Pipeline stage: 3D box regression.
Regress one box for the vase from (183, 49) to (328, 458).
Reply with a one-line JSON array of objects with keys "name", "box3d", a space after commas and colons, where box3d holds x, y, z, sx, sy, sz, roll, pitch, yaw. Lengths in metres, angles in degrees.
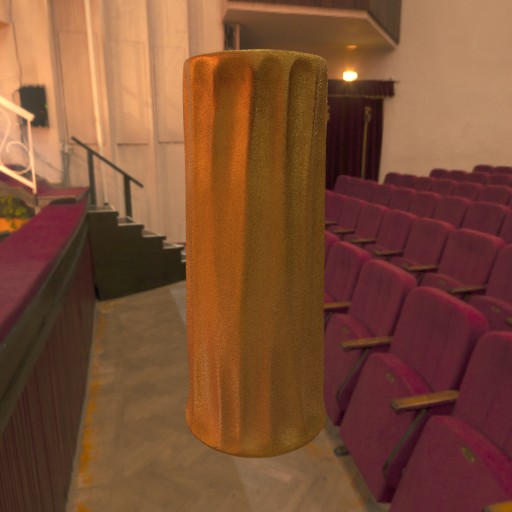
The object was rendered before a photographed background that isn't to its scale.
[{"name": "vase", "box3d": [0.000, 0.000, 0.177, 0.061, 0.143, 0.061, 0, 14, 0]}]
